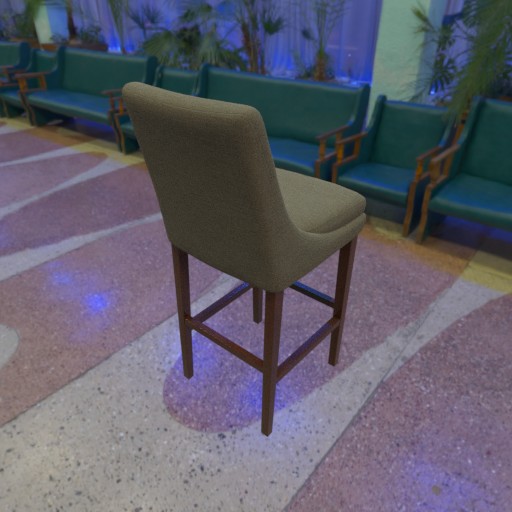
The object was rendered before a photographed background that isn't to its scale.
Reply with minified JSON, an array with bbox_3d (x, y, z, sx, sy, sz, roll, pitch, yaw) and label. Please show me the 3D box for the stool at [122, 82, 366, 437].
[{"bbox_3d":[0.000,0.000,1.416,0.470,1.078,0.577,24,40,33],"label":"stool"}]
